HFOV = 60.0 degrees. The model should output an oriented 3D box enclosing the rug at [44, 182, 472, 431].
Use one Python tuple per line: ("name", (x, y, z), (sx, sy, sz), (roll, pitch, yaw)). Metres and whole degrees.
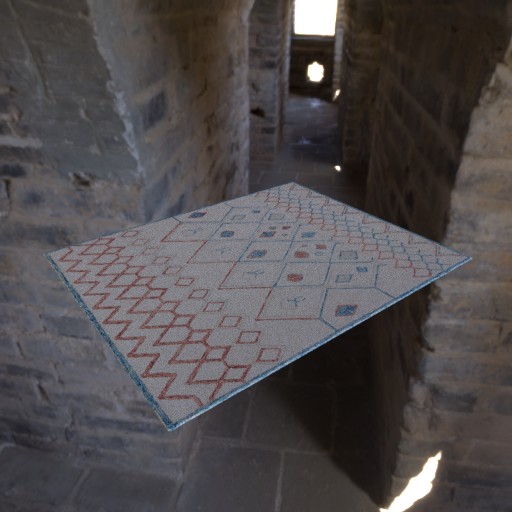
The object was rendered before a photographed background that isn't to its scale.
("rug", (0.000, 0.000, 4.030), (3.050, 0.016, 2.441), (-21, 36, -32))
